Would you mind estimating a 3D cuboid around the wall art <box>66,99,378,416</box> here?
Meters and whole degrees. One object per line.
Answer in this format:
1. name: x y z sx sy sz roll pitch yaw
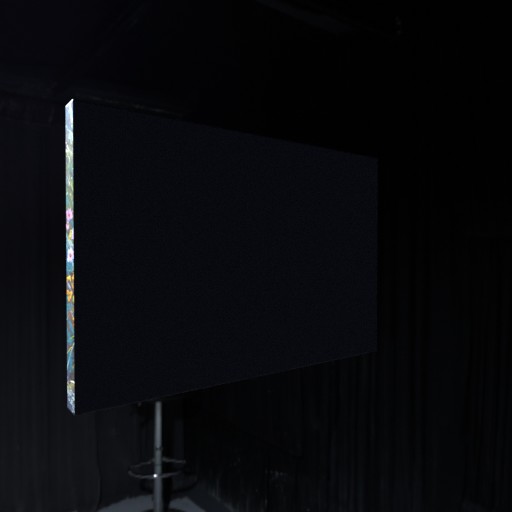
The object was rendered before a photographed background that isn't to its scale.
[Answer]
1. wall art: 0.000 0.000 0.765 0.610 0.406 0.037 -1 1 -37
